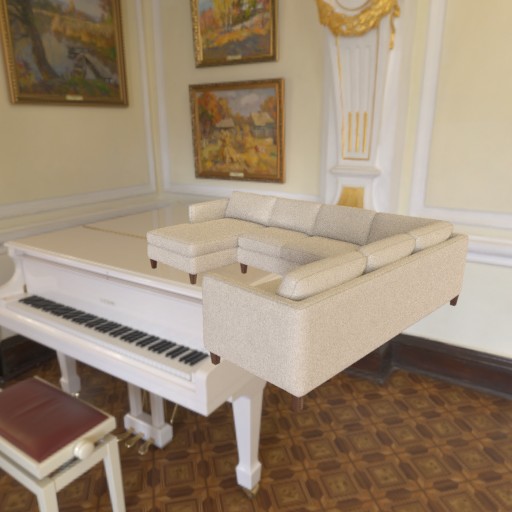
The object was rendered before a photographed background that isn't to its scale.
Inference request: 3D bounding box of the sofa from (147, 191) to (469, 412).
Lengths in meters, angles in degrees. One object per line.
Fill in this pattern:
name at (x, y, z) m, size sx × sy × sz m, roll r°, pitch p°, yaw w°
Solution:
sofa at (0.000, 0.000, 4.492) m, size 2.551 × 0.853 × 3.238 m, roll -16°, pitch 23°, yaw -43°
